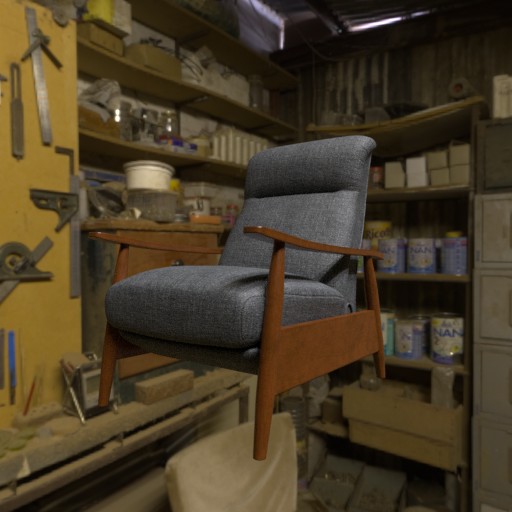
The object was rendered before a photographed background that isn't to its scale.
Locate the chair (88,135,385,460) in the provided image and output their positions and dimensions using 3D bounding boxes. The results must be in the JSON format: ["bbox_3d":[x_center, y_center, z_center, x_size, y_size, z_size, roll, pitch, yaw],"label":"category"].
[{"bbox_3d":[0.000,0.000,1.788,0.762,1.082,1.030,1,1,36],"label":"chair"}]
